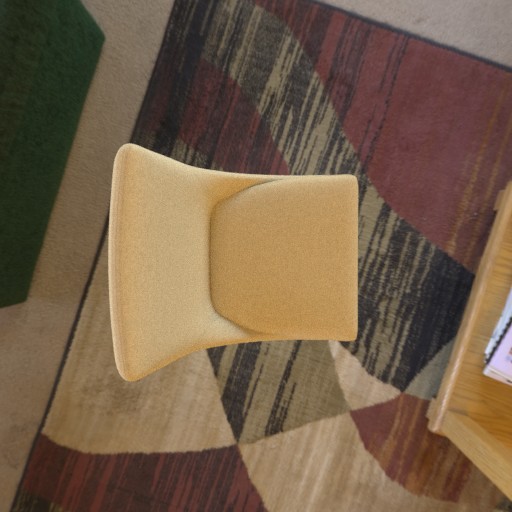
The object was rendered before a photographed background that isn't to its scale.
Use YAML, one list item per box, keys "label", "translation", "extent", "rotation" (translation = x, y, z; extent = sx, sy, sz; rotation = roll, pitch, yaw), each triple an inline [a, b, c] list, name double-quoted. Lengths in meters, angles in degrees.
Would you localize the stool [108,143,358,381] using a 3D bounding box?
- label: "stool"
  translation: [0.000, 0.000, 1.358]
  extent: [0.559, 1.092, 0.470]
  rotation: [0, 91, 0]
